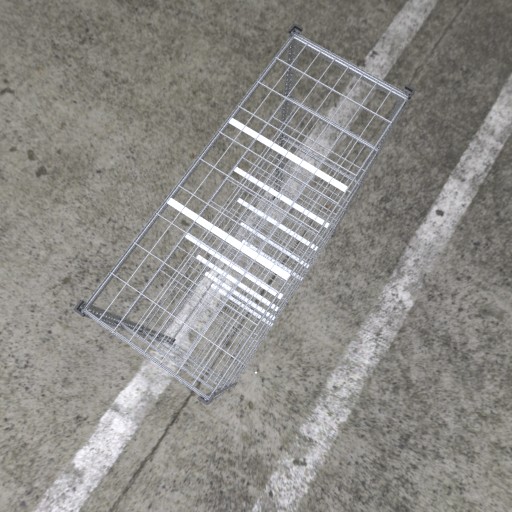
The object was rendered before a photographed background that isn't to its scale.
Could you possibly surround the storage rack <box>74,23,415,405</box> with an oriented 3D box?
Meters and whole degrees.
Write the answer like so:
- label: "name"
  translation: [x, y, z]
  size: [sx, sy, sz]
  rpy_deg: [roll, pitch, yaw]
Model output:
- label: "storage rack"
  translation: [0.000, 0.000, 2.708]
  size: [0.610, 1.981, 1.524]
  rpy_deg: [33, 78, 8]
